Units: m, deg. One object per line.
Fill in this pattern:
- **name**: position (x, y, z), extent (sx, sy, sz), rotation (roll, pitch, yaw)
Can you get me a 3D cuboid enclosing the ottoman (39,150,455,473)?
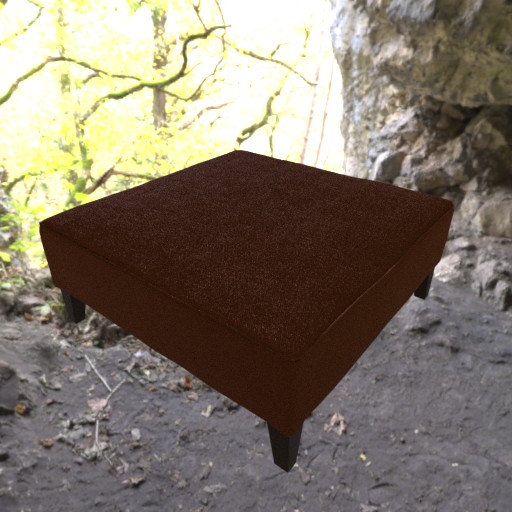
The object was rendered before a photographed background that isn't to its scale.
- **ottoman**: position (0.000, 0.000, 1.539), extent (0.997, 0.438, 0.999), rotation (22, 37, 32)
